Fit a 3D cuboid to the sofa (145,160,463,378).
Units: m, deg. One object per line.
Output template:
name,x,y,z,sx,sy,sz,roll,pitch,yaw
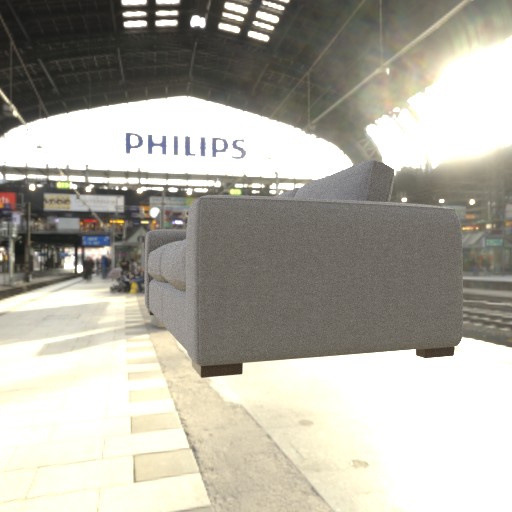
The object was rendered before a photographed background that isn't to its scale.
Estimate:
sofa,0.000,0.000,2.434,1.069,0.800,1.920,0,-1,-19
